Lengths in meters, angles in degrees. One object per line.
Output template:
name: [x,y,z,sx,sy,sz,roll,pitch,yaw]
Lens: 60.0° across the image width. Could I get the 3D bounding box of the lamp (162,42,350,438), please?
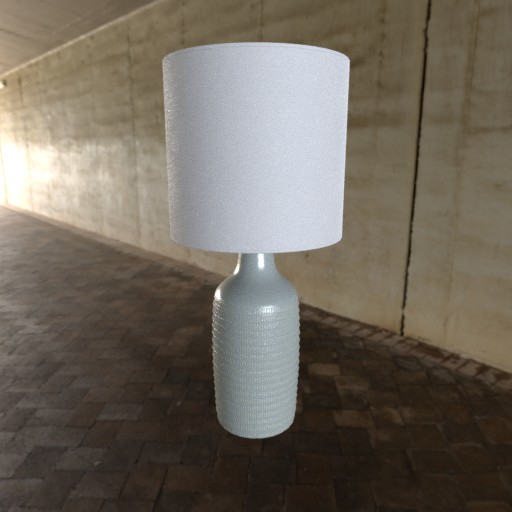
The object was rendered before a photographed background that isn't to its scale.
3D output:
lamp: [0.000,0.000,0.588,0.220,0.475,0.220,-2,13,-9]
